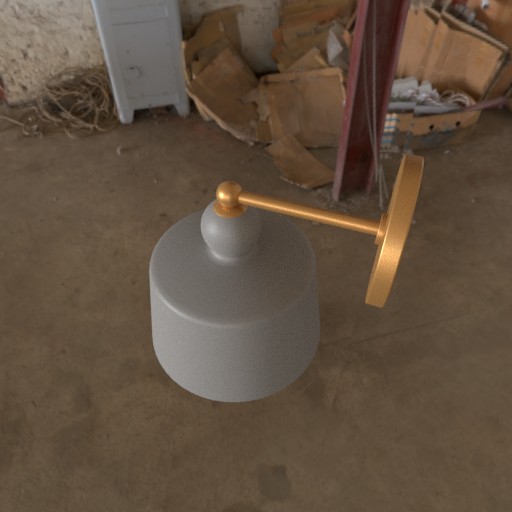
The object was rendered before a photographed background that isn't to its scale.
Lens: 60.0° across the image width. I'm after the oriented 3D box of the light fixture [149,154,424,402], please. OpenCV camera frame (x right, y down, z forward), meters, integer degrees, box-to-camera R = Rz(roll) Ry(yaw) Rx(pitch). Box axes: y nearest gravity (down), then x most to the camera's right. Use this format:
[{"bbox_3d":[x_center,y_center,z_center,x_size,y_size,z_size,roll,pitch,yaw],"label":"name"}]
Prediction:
[{"bbox_3d":[0.000,0.000,0.444,0.254,0.268,0.204,15,48,13],"label":"light fixture"}]
